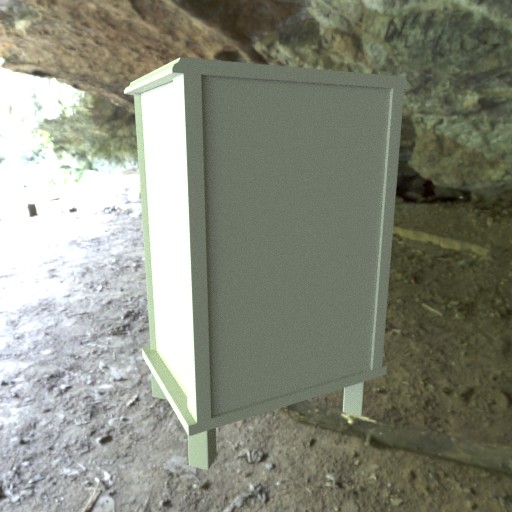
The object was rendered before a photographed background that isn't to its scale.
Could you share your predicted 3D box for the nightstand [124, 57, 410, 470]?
[{"bbox_3d":[0.000,0.000,0.921,0.435,0.681,0.351,-7,16,-27],"label":"nightstand"}]
